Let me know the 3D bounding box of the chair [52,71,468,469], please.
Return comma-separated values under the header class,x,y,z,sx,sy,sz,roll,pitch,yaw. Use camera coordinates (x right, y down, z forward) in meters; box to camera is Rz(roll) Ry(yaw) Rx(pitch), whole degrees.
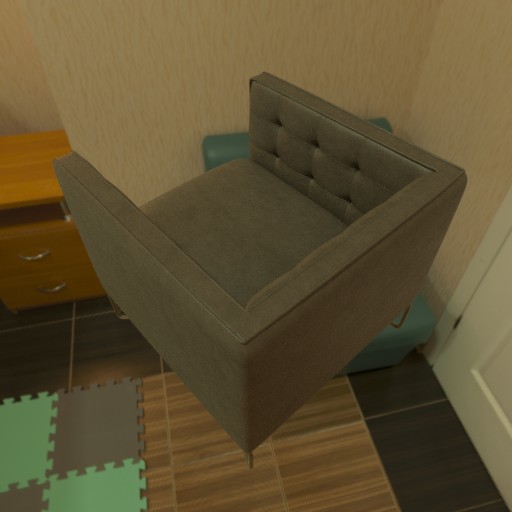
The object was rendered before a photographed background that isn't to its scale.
class,x,y,z,sx,sy,sz,roll,pitch,yaw
chair,0.000,0.000,1.554,0.880,0.790,0.894,-34,56,-27
